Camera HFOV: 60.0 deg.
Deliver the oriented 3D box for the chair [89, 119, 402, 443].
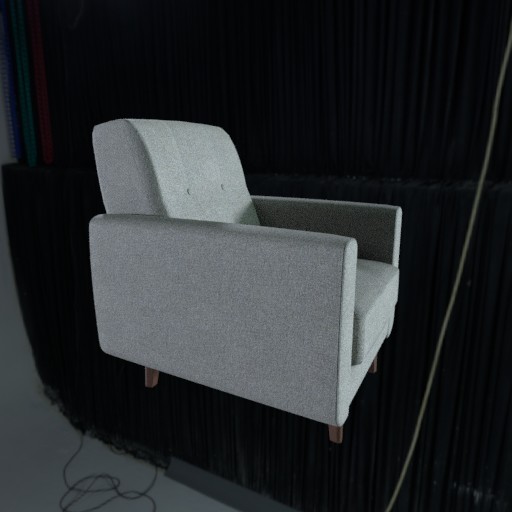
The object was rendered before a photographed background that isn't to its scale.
[{"bbox_3d":[0.000,0.000,1.633,0.942,0.968,0.845,7,15,26],"label":"chair"}]
